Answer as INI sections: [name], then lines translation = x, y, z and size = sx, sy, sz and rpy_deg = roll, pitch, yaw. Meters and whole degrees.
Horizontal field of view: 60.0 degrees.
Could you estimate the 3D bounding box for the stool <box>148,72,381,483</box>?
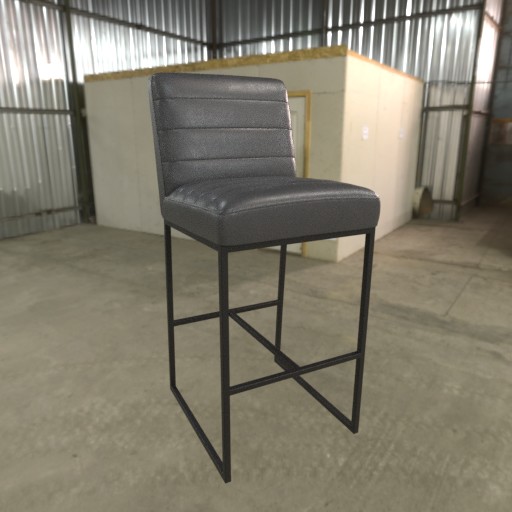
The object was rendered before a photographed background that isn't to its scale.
[stool]
translation = 0.000, 0.000, 1.312
size = 0.457, 1.040, 0.552
rpy_deg = -8, 18, -26
